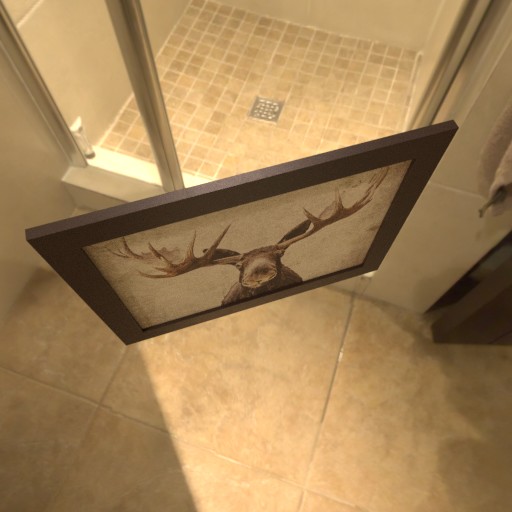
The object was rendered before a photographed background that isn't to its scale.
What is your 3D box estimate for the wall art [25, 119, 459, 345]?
[{"bbox_3d":[0.000,0.000,1.612,1.207,0.952,0.034,-16,64,-8],"label":"wall art"}]
